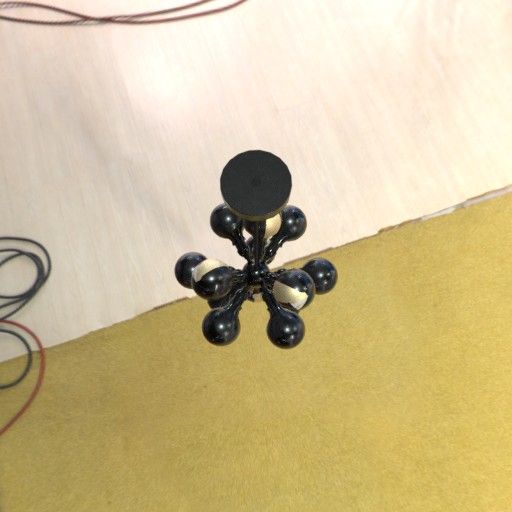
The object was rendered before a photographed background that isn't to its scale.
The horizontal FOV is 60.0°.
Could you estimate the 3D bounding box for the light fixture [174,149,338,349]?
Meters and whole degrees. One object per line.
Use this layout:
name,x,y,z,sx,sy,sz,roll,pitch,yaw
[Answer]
light fixture,0.000,0.000,1.089,0.420,0.859,0.468,32,77,8
